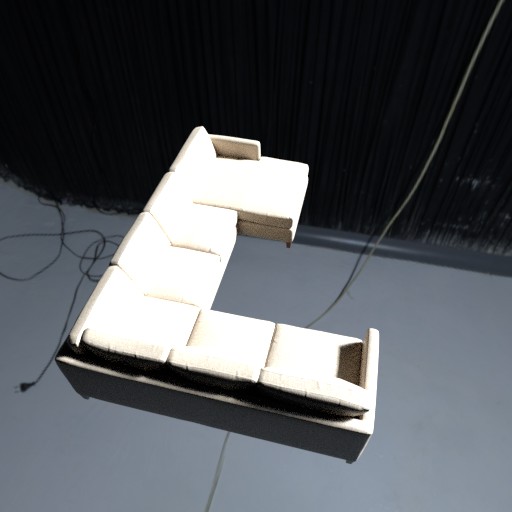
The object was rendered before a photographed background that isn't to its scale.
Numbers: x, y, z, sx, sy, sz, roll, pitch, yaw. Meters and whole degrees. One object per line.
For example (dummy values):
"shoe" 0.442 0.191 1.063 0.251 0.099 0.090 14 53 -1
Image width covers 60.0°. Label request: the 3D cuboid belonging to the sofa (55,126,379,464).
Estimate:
"sofa" 0.000 0.000 4.682 2.594 0.961 3.460 10 49 9
